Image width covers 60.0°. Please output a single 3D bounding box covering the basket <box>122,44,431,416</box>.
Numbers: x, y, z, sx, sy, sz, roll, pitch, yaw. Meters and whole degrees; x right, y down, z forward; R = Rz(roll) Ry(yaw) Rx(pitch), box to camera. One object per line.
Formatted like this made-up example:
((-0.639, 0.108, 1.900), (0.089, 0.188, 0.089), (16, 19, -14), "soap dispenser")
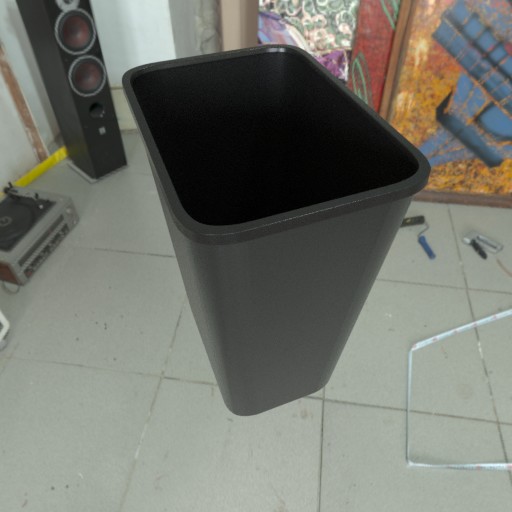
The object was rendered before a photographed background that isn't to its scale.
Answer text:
((0.000, 0.000, 0.745), (0.287, 0.521, 0.394), (-16, 49, -14), "basket")
